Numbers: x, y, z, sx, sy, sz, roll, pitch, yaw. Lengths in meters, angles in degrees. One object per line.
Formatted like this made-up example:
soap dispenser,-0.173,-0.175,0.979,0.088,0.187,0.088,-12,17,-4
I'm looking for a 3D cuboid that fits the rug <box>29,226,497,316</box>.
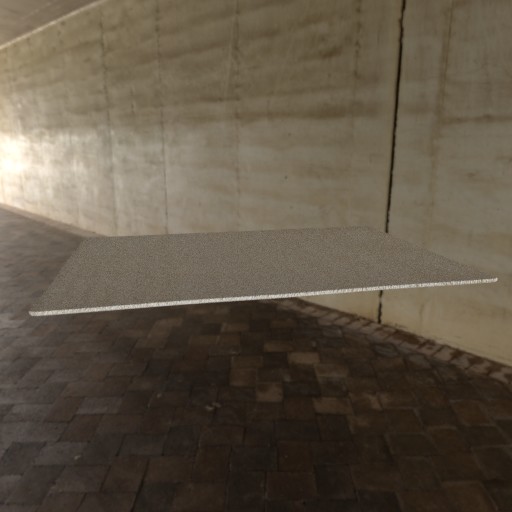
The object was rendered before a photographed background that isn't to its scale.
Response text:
rug,0.000,0.000,3.313,2.698,0.025,1.798,-3,15,-12
